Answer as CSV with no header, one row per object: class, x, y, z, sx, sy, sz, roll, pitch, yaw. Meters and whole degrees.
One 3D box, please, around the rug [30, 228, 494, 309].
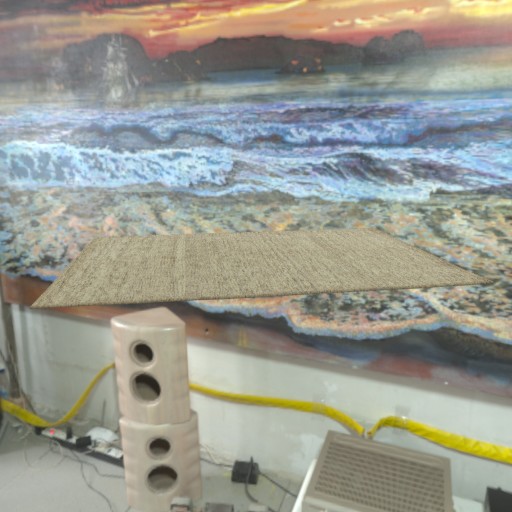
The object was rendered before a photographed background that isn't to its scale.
rug,0.000,0.000,2.292,1.822,0.018,1.211,-2,15,-9
